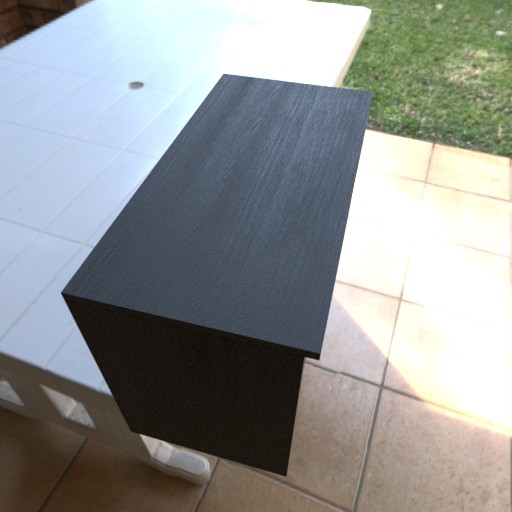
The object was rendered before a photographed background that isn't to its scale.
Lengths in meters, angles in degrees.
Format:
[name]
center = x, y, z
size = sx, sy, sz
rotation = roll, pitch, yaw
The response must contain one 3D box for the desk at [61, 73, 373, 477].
[desk]
center = 0.000, 0.000, 1.518
size = 0.557, 0.729, 1.099
rotation = 11, 47, 11
